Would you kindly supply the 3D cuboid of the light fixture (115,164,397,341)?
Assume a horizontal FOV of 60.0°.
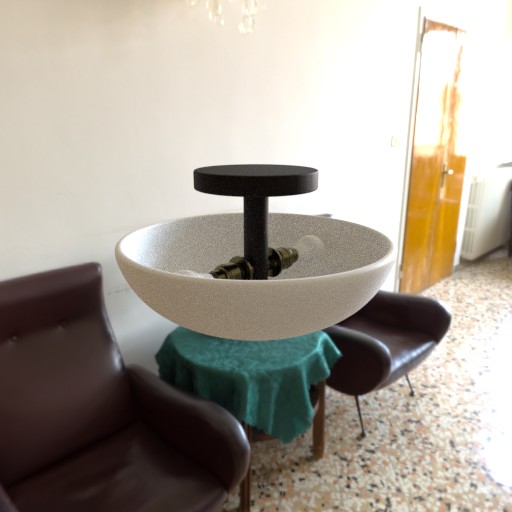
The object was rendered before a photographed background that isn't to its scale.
[{"bbox_3d":[0.000,0.000,0.548,0.331,0.212,0.331,0,16,0],"label":"light fixture"}]
